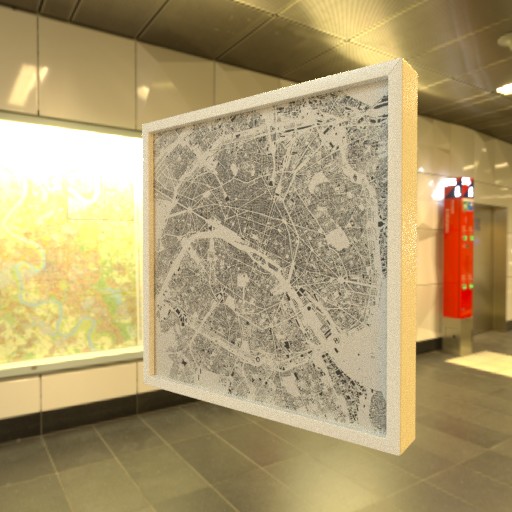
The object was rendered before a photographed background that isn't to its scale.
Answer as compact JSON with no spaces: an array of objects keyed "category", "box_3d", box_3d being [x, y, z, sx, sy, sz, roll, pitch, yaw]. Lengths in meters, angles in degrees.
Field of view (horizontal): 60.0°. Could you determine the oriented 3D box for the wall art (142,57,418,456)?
[{"category":"wall art","box_3d":[0.000,0.000,0.443,0.305,0.305,0.038,1,1,37]}]
